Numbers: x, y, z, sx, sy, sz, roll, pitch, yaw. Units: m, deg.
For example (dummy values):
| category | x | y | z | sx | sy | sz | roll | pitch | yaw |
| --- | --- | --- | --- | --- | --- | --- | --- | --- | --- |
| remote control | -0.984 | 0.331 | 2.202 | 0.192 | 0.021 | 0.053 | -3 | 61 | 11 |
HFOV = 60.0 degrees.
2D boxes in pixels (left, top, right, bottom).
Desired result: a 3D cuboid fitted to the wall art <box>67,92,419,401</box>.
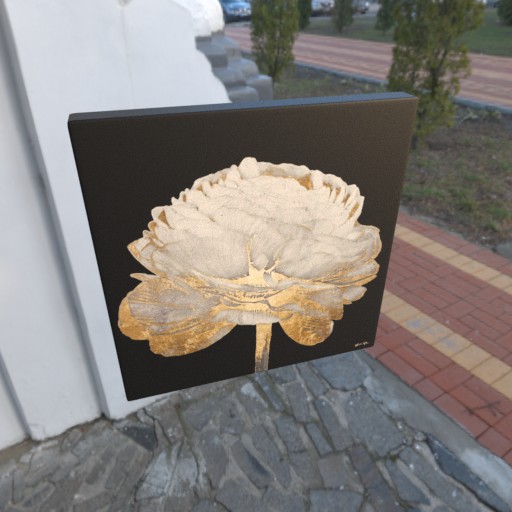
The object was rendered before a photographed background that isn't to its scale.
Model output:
| category | x | y | z | sx | sy | sz | roll | pitch | yaw |
| --- | --- | --- | --- | --- | --- | --- | --- | --- | --- |
| wall art | 0.000 | 0.000 | 0.612 | 0.406 | 0.407 | 0.041 | -9 | 32 | -14 |
